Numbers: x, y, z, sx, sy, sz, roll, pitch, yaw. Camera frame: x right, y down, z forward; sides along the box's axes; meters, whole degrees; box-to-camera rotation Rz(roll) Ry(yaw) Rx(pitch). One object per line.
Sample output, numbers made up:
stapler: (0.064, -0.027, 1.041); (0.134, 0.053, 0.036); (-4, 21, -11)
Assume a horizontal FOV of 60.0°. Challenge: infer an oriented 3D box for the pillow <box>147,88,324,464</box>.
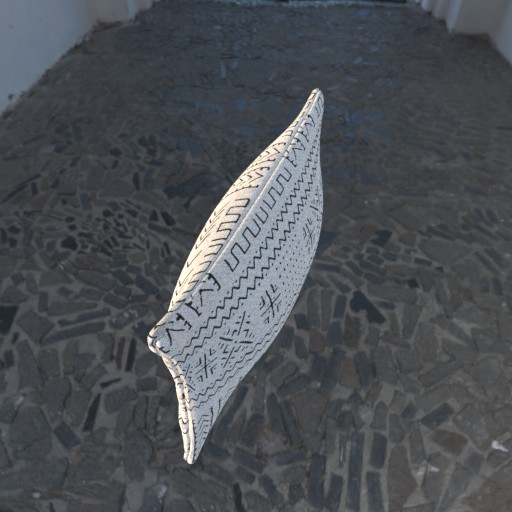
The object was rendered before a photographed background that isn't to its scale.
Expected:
pillow: (0.000, 0.000, 0.794); (0.188, 0.352, 0.637); (16, 49, 15)
